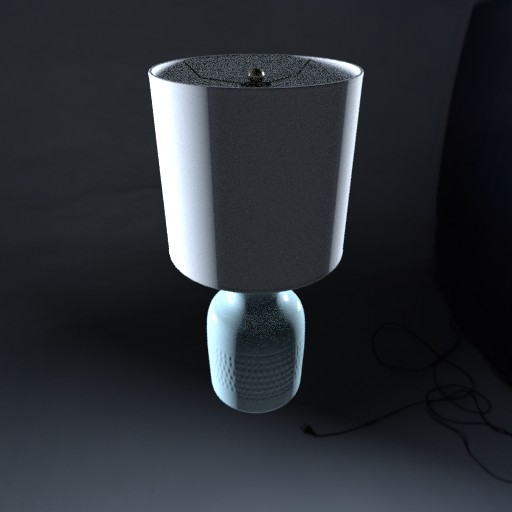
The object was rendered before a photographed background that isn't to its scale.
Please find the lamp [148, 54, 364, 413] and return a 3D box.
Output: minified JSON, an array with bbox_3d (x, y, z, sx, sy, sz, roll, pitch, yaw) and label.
[{"bbox_3d":[0.000,0.000,1.104,0.418,0.871,0.418,-7,32,-12],"label":"lamp"}]
